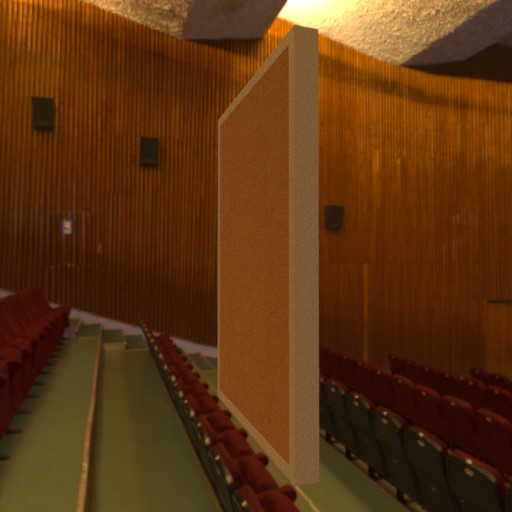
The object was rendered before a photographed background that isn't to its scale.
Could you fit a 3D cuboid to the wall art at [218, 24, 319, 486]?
[{"bbox_3d":[0.000,0.000,0.553,0.025,0.428,0.293,0,-1,-19],"label":"wall art"}]
